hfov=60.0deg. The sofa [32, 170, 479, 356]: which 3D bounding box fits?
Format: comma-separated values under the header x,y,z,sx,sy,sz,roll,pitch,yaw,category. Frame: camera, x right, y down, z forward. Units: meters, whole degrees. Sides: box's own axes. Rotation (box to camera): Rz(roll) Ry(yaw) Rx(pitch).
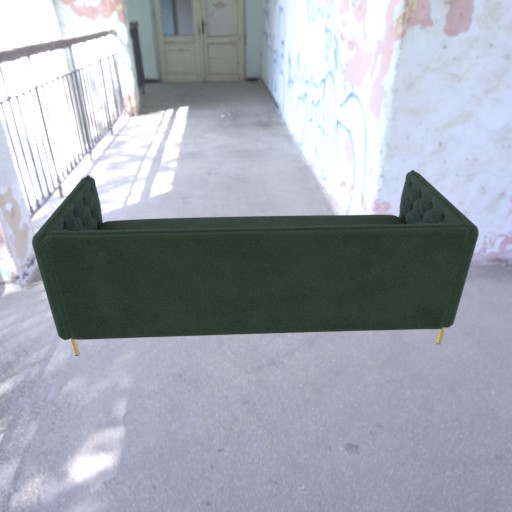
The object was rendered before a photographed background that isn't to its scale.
x,y,z,sx,sy,sz,roll,pitch,yaw,category
0.000,0.000,2.680,2.209,0.771,0.895,-1,30,-2,sofa
